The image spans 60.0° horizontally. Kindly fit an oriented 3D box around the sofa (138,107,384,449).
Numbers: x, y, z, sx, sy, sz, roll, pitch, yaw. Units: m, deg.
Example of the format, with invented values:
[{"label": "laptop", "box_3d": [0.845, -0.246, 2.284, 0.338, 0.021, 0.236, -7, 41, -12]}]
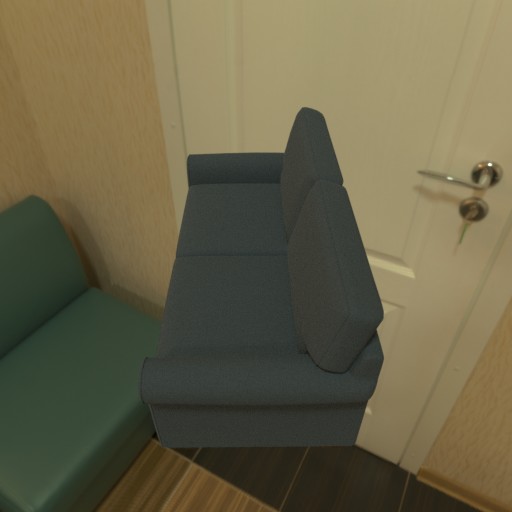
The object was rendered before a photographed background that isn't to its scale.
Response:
[{"label": "sofa", "box_3d": [0.000, 0.000, 2.504, 0.940, 1.020, 1.930, 0, 41, 0]}]
